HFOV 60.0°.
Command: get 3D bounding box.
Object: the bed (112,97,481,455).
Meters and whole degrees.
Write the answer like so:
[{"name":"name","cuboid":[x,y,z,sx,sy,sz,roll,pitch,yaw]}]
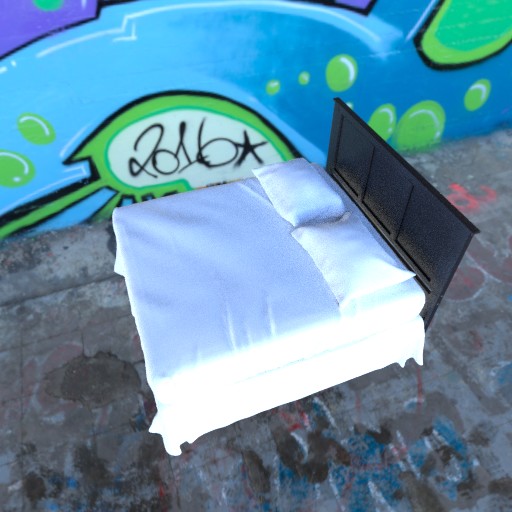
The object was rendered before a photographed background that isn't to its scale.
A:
[{"name":"bed","cuboid":[0.000,0.000,3.188,2.050,1.270,1.870,-16,49,-14]}]
